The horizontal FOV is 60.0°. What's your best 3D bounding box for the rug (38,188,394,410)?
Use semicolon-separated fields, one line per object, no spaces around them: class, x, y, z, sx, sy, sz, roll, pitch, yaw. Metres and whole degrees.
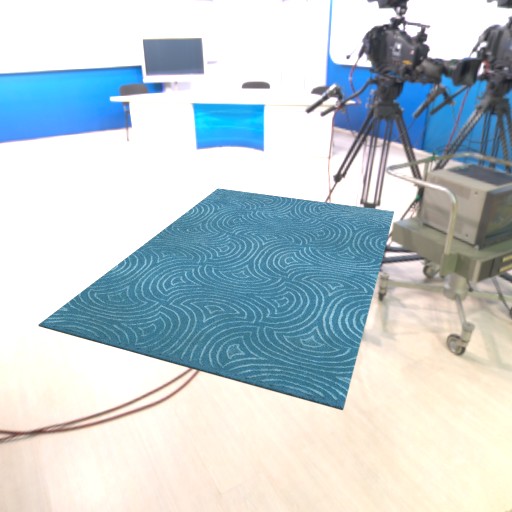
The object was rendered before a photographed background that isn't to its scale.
rug;0.000;0.000;2.876;1.543;0.015;2.144;10;30;18
